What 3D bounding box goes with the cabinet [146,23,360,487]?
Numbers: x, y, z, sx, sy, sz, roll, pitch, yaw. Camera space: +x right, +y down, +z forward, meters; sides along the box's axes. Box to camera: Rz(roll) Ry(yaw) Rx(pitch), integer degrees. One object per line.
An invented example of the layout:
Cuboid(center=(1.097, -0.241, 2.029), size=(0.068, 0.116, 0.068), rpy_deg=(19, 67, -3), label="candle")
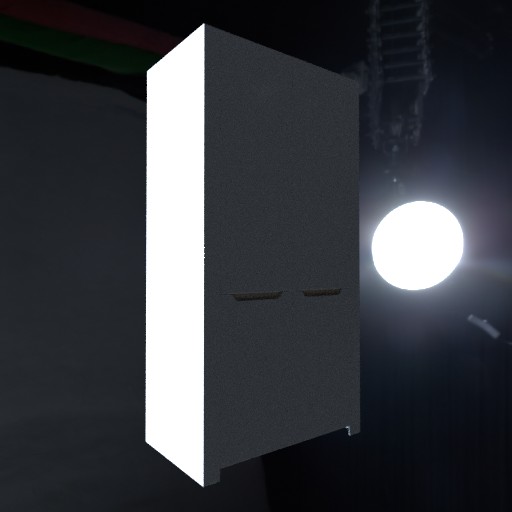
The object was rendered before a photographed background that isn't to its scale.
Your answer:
Cuboid(center=(0.000, 0.000, 2.356), size=(0.980, 1.920, 0.580), rpy_deg=(1, -1, -37), label="cabinet")
